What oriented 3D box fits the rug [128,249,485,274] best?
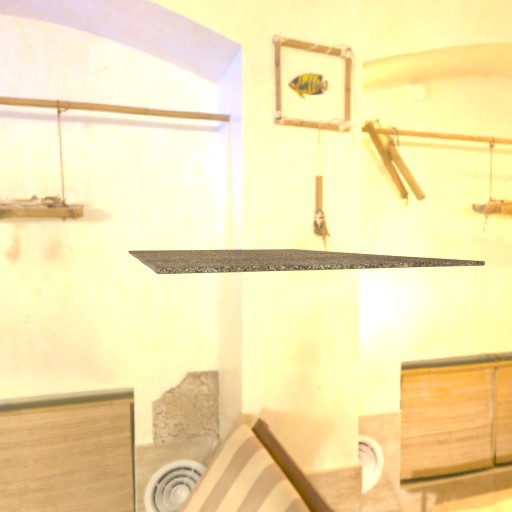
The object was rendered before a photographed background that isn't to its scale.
[{"bbox_3d":[0.000,0.000,3.459,1.802,0.026,2.699,-1,3,-19],"label":"rug"}]
